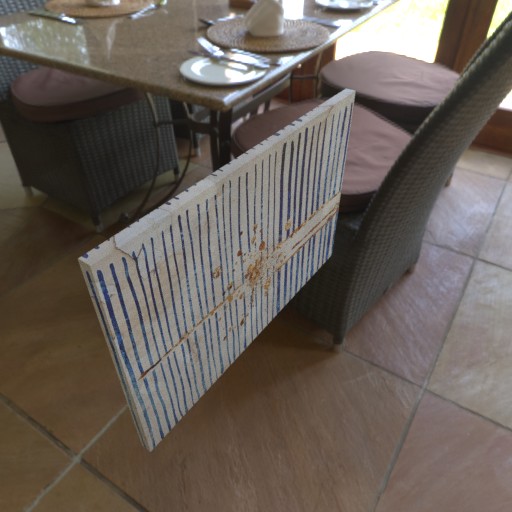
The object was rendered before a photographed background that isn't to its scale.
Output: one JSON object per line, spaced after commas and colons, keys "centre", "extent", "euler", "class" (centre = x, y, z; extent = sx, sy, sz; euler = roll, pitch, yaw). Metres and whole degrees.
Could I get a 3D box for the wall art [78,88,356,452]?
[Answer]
{"centre": [0.000, 0.000, 1.459], "extent": [0.038, 0.757, 1.143], "euler": [25, 47, 27], "class": "wall art"}
